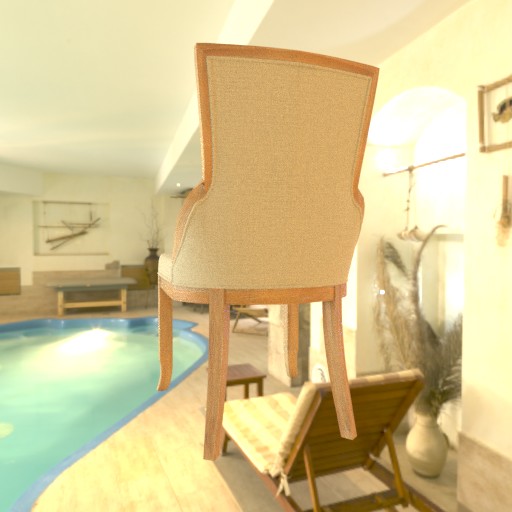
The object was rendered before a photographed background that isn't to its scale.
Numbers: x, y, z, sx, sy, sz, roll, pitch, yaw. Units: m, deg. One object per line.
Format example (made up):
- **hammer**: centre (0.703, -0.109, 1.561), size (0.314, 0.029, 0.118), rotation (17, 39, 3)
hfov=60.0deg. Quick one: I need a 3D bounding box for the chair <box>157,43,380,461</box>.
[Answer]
- **chair**: centre (0.000, 0.000, 1.311), size (0.524, 0.947, 0.641), rotation (-1, 2, -18)
